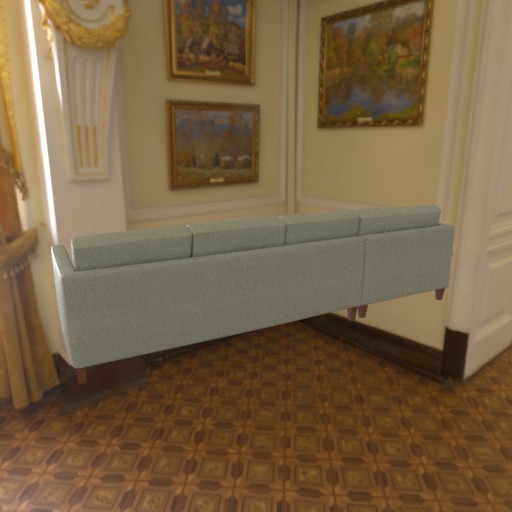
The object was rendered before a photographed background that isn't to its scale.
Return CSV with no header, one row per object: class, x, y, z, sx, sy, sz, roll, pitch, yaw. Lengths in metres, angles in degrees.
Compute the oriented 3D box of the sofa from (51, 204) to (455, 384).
sofa,0.000,0.000,4.154,3.470,0.953,1.600,-8,17,-27
